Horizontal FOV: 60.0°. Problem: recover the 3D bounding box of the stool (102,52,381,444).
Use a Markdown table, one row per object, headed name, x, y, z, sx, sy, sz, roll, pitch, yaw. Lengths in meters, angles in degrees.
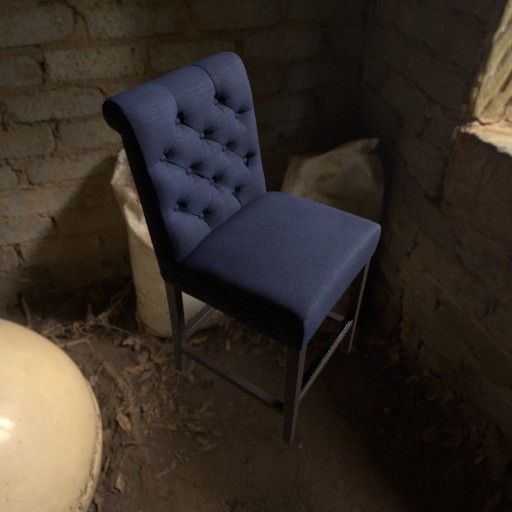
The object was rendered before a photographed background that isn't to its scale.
| name | x | y | z | sx | sy | sz | roll | pitch | yaw |
| --- | --- | --- | --- | --- | --- | --- | --- | --- | --- |
| stool | 0.000 | 0.000 | 1.362 | 0.601 | 1.010 | 0.493 | 24 | 46 | 25 |
